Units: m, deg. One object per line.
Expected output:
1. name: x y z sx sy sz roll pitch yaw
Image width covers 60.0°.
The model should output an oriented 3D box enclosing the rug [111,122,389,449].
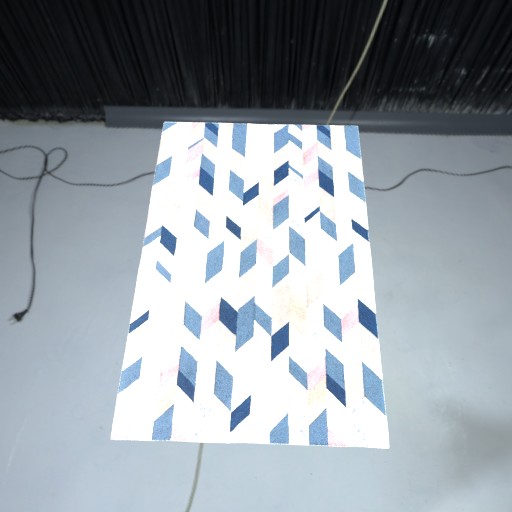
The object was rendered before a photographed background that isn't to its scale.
1. rug: 0.000 0.000 2.311 1.202 0.006 1.813 2 63 1
